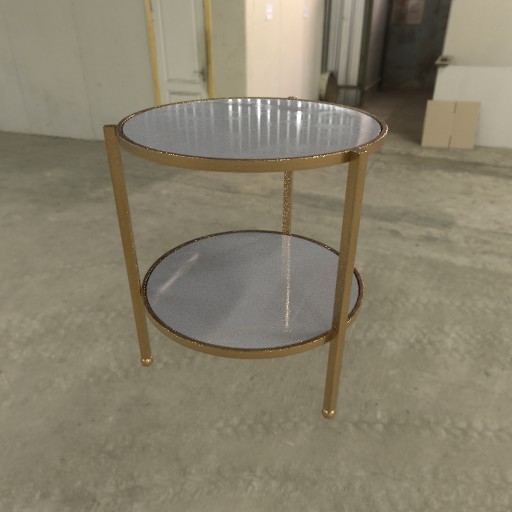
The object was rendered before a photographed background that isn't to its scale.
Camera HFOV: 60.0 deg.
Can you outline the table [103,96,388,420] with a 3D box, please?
[{"bbox_3d":[0.000,0.000,0.453,0.231,0.269,0.243,-22,36,-33],"label":"table"}]
